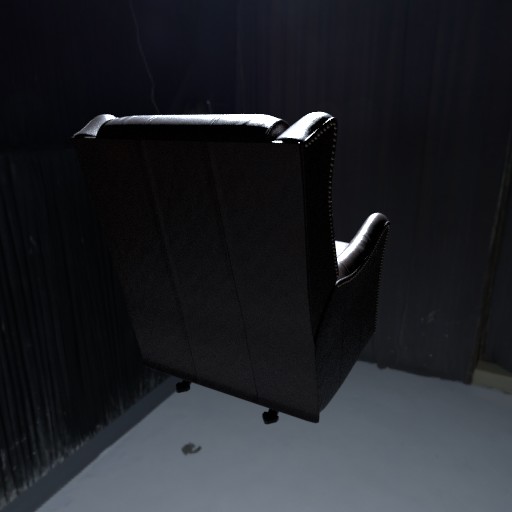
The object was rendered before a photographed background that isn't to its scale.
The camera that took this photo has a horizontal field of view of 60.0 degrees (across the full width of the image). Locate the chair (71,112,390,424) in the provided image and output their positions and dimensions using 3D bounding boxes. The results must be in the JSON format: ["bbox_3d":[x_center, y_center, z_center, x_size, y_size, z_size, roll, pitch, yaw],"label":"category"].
[{"bbox_3d":[0.000,0.000,1.789,0.869,1.084,1.008,9,19,28],"label":"chair"}]
